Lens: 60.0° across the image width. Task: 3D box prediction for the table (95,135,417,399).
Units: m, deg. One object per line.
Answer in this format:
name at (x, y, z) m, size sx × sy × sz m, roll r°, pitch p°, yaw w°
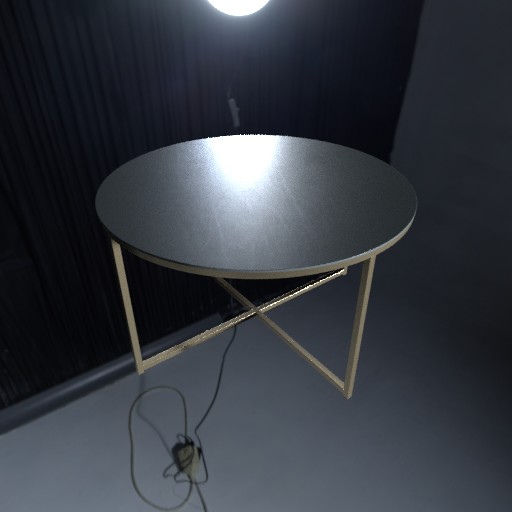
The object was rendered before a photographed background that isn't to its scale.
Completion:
table at (0.000, 0.000, 1.273) m, size 0.800 × 0.450 × 0.800 m, roll 0°, pitch 33°, yaw 0°
